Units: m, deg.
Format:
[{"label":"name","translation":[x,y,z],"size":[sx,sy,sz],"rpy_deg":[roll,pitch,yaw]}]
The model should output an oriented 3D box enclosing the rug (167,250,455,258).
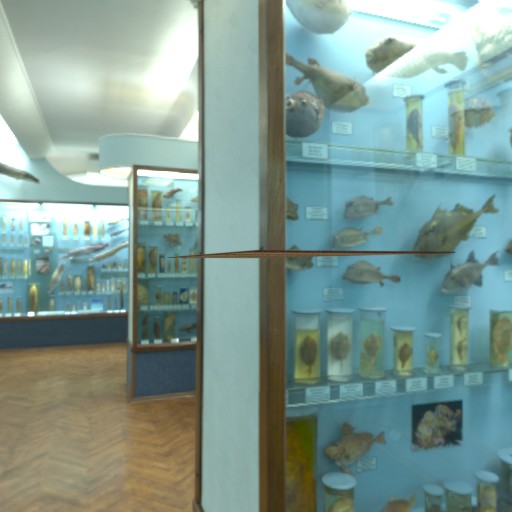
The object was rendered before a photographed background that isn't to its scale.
[{"label":"rug","translation":[0.000,0.000,2.710],"size":[0.792,0.006,2.437],"rpy_deg":[0,-1,-18]}]
